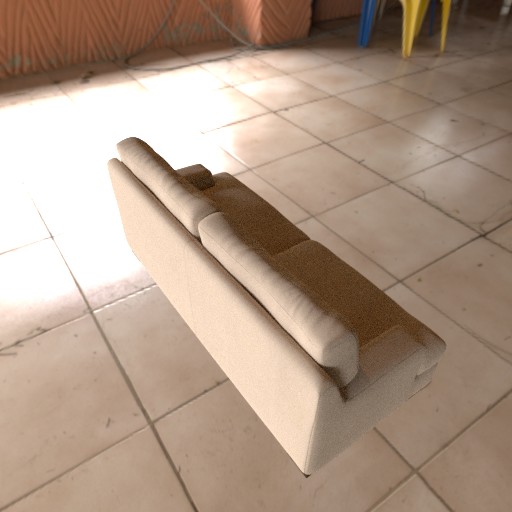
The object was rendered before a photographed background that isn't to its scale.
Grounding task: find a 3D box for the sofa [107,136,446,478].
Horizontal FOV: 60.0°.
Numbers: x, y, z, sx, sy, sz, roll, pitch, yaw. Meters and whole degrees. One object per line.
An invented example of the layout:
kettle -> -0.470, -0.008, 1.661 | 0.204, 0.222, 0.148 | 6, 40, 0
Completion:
sofa -> 0.000, 0.000, 2.650 | 0.929, 0.925, 2.147 | -25, 46, -26
